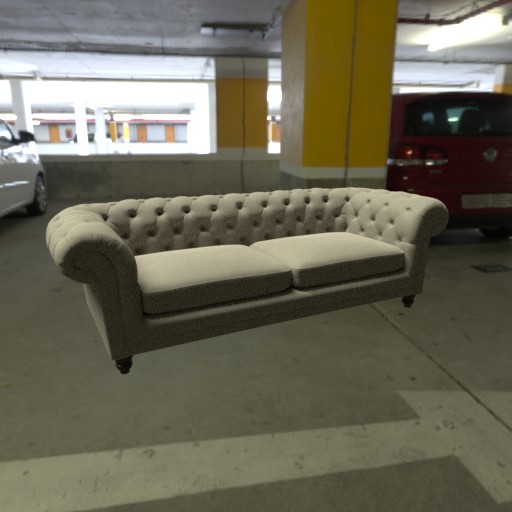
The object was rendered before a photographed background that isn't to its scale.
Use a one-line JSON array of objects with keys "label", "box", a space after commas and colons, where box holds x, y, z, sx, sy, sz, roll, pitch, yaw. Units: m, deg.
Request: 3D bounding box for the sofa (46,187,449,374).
[{"label": "sofa", "box": [0.000, 0.000, 2.854, 2.411, 0.749, 0.991, -8, 17, -27]}]
